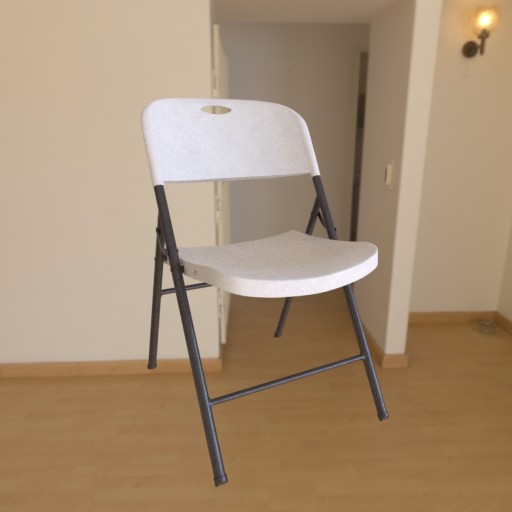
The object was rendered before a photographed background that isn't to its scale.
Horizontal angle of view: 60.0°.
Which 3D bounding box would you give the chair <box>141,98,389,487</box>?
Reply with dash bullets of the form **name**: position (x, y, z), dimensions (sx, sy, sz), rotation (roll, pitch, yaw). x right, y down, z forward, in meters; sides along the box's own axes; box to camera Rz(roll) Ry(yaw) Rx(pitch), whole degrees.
- **chair**: position (0.000, 0.000, 1.168), dimensions (0.494, 0.810, 0.566), rotation (-9, 18, -27)
